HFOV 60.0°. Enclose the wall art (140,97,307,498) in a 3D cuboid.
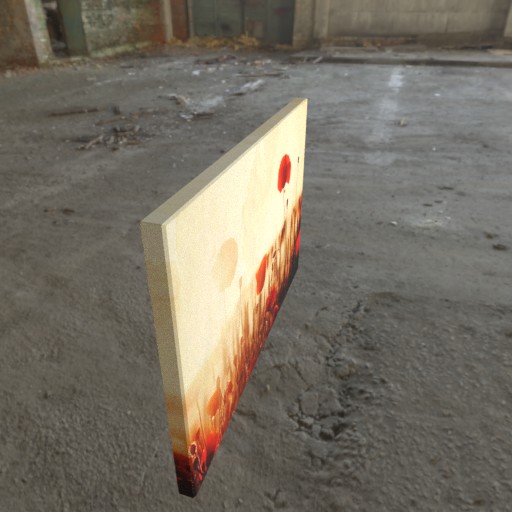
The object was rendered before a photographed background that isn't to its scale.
[{"bbox_3d":[0.000,0.000,1.113,0.038,0.602,0.918,9,31,15],"label":"wall art"}]
